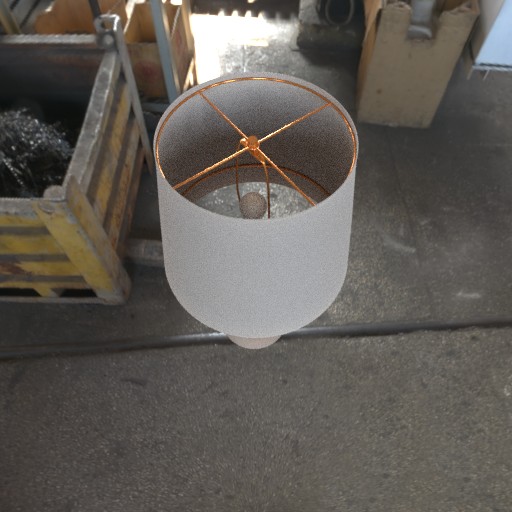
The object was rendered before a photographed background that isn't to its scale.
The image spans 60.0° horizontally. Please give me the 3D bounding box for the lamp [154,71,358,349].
[{"bbox_3d":[0.000,0.000,0.470,0.189,0.340,0.189,0,59,0],"label":"lamp"}]
